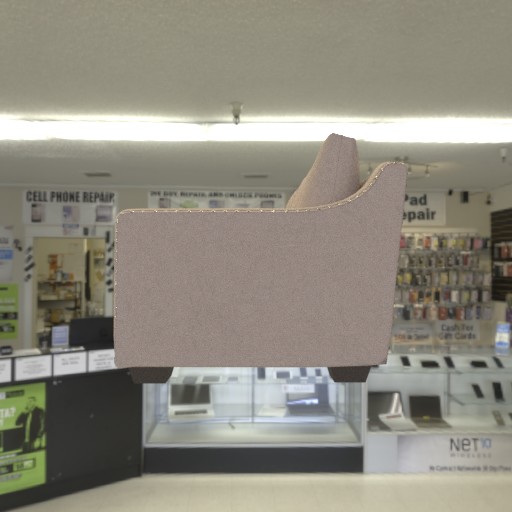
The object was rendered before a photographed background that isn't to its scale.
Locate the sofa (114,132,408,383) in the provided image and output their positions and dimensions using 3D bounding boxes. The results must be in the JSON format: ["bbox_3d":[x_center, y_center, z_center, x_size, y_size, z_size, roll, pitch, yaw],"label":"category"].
[{"bbox_3d":[0.000,0.000,2.470,1.030,0.901,1.967,0,-1,0],"label":"sofa"}]
